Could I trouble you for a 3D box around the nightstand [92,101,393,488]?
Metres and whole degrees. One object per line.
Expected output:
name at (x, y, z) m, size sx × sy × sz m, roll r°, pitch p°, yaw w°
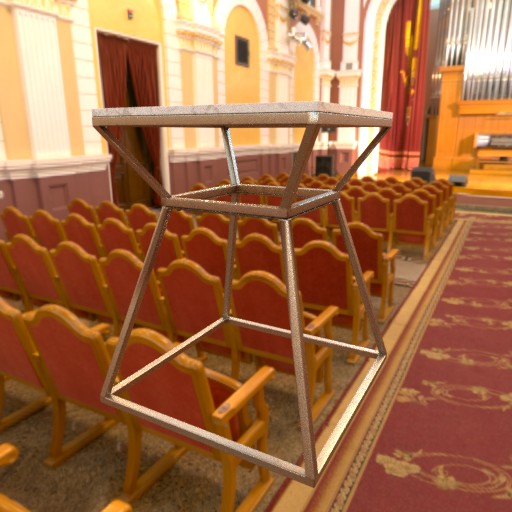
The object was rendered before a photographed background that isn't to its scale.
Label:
nightstand at (0.000, 0.000, 0.889) m, size 0.455 × 0.554 × 0.455 m, roll 9°, pitch 18°, yaw 28°
